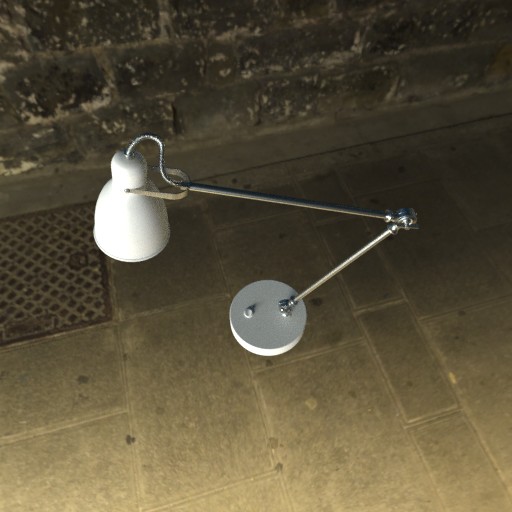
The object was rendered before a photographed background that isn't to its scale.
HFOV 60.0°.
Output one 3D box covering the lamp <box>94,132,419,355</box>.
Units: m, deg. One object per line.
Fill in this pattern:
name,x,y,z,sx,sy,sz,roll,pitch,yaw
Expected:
lamp,0.000,0.000,0.858,0.561,0.587,0.187,-1,57,-1
